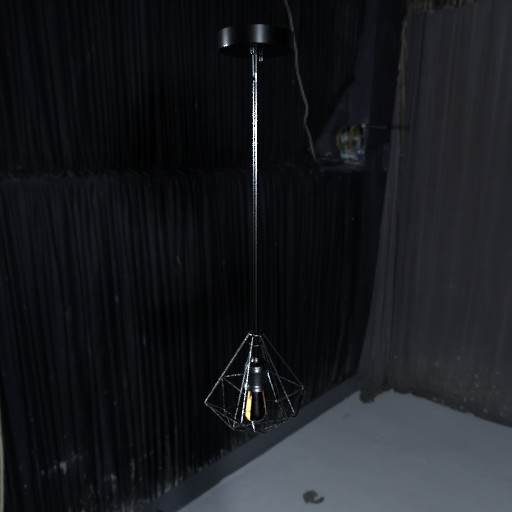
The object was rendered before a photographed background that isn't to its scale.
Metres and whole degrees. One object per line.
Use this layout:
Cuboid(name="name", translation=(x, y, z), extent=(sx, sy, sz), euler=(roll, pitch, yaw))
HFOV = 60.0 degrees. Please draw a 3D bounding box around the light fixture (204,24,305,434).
Cuboid(name="light fixture", translation=(0.000, 0.000, 1.926), extent=(0.487, 1.764, 0.431), euler=(13, 19, 43))
